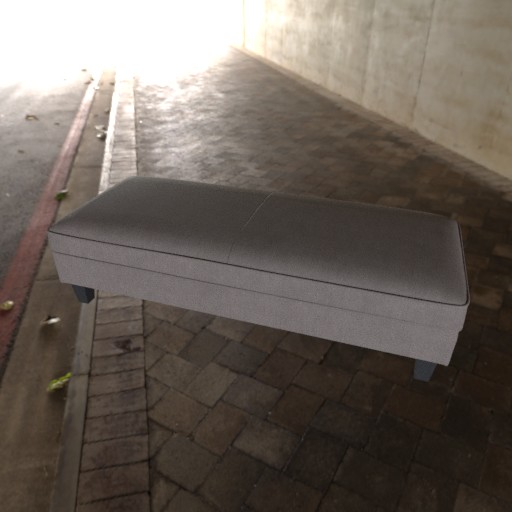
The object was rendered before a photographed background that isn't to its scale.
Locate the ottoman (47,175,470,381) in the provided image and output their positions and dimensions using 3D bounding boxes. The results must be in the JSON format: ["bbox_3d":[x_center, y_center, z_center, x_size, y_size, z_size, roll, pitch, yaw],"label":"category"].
[{"bbox_3d":[0.000,0.000,2.092,1.764,0.470,0.751,10,32,16],"label":"ottoman"}]
